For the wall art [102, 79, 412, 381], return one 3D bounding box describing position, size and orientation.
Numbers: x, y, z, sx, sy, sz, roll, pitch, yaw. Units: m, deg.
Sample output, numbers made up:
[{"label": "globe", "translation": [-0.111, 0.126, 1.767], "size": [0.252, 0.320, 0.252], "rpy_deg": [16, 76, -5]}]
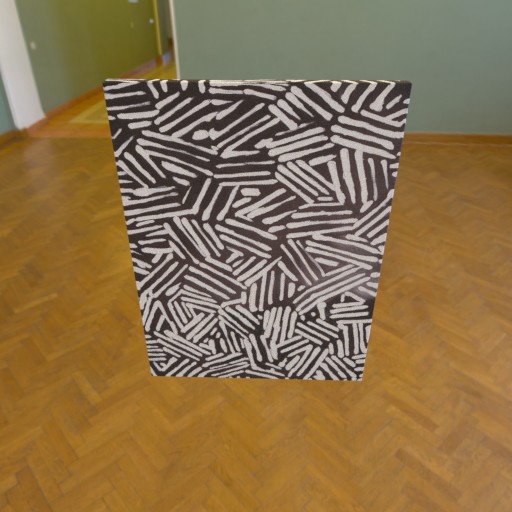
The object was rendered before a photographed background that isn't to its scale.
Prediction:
[{"label": "wall art", "translation": [0.000, 0.000, 1.366], "size": [0.765, 1.017, 0.038], "rpy_deg": [1, 31, 2]}]
